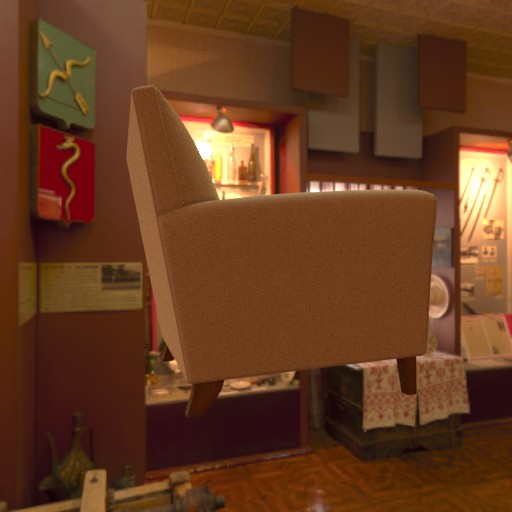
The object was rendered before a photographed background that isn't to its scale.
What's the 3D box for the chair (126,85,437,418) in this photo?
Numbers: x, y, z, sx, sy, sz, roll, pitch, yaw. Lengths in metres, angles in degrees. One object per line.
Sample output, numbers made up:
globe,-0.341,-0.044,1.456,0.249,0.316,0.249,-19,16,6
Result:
chair,0.000,0.000,1.570,0.871,0.846,0.840,0,0,-17
